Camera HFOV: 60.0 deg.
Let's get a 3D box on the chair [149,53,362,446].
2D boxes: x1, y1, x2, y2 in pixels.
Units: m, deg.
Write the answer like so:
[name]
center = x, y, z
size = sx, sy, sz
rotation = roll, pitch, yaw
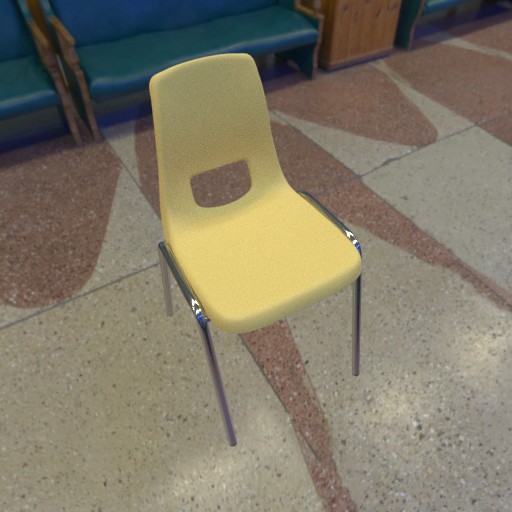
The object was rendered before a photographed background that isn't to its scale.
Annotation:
[chair]
center = 0.000, 0.000, 0.965
size = 0.381, 0.704, 0.436
rotation = -23, 51, -20
